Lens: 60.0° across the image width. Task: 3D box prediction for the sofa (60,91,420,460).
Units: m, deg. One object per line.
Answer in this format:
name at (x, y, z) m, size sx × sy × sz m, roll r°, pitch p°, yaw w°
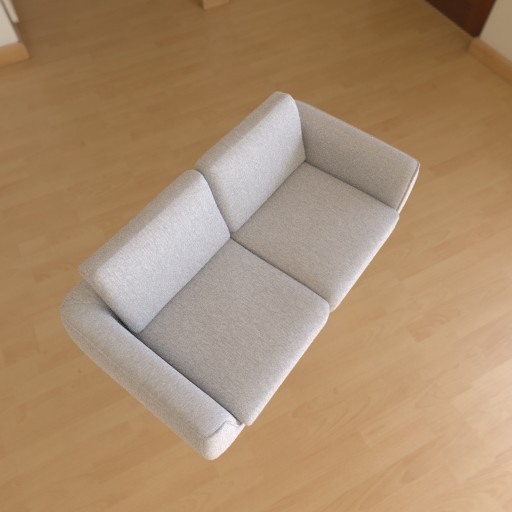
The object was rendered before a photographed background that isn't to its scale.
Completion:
sofa at (0.000, 0.000, 2.193) m, size 0.920 × 0.850 × 1.700 m, roll 33°, pitch 64°, yaw 18°
